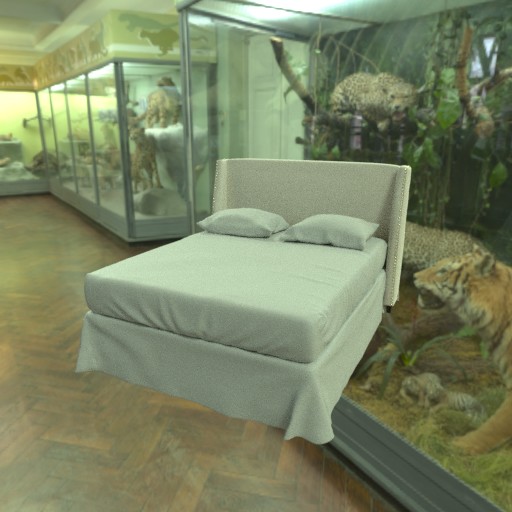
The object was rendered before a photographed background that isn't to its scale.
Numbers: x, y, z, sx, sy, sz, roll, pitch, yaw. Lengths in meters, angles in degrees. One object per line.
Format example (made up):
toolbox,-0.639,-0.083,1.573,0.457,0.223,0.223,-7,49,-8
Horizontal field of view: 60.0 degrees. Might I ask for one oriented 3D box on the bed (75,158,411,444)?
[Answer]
bed,0.000,0.000,3.479,1.925,1.332,2.276,8,18,25
